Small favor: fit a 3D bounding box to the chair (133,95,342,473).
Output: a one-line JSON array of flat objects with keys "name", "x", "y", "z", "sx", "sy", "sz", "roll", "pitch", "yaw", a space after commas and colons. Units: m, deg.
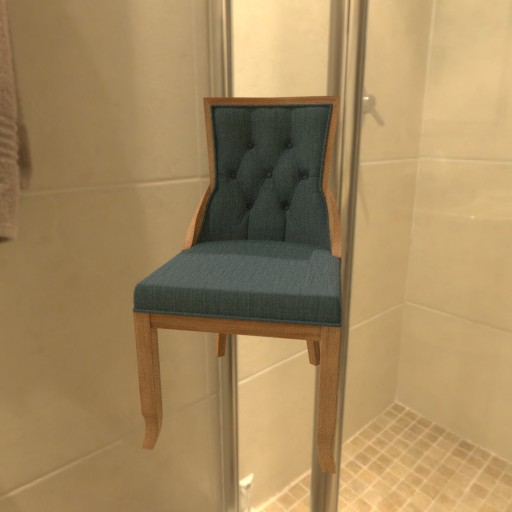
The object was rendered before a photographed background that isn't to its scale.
[{"name": "chair", "x": 0.000, "y": 0.000, "z": 1.341, "sx": 0.524, "sy": 0.947, "sz": 0.641, "roll": 3, "pitch": 16, "yaw": 10}]
